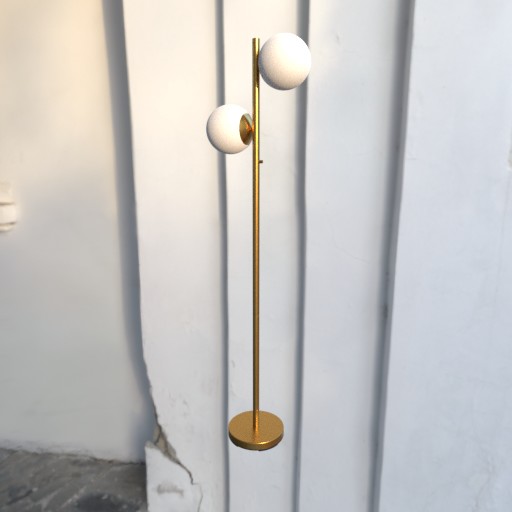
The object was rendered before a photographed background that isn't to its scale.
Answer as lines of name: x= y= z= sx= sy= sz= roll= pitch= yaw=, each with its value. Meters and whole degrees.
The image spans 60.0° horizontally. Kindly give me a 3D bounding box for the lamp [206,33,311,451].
lamp: x=0.000 y=0.000 z=1.808 sx=0.419 sy=1.641 sz=0.249 roll=7 pitch=15 yaw=27
